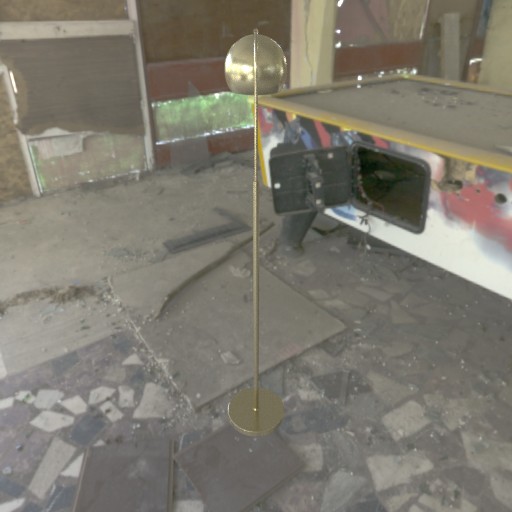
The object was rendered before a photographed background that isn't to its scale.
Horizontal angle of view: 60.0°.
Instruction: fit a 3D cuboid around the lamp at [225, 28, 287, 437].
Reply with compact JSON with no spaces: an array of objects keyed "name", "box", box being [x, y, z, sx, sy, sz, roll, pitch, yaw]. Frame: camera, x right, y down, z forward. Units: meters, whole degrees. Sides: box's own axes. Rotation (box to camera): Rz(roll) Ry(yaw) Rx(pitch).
[{"name":"lamp","box":[0.000,0.000,1.681,0.250,1.526,0.431,0,30,0]}]
